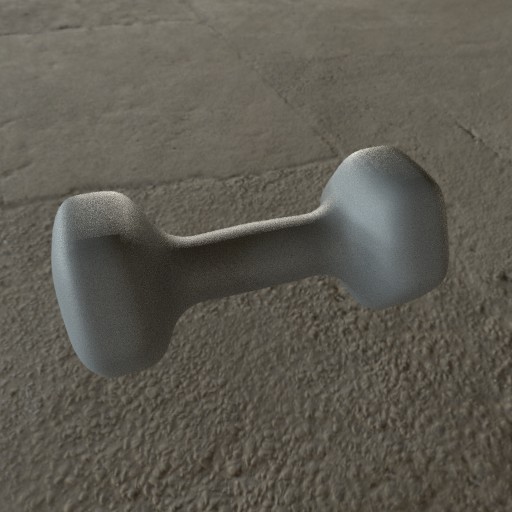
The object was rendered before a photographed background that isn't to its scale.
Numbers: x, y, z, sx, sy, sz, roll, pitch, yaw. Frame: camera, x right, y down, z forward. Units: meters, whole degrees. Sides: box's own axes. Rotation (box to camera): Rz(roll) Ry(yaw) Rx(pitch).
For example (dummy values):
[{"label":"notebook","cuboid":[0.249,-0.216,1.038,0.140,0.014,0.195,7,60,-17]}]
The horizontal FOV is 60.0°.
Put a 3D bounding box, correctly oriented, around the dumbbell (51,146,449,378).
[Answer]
[{"label":"dumbbell","cuboid":[0.000,0.000,0.224,0.184,0.081,0.090,-11,43,-13]}]
